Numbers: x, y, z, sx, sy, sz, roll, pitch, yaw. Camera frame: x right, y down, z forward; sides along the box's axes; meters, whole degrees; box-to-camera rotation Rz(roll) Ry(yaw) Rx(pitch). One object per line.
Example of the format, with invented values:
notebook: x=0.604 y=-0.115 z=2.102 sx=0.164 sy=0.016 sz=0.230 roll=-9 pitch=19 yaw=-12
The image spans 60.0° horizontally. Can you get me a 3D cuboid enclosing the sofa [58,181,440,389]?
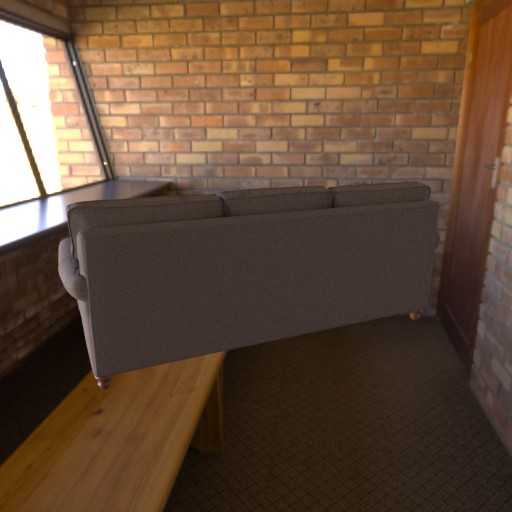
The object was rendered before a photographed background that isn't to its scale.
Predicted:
sofa: x=0.000 y=0.000 z=2.890 sx=2.353 sy=0.948 sz=0.966 roll=-7 pitch=17 yaw=-24
